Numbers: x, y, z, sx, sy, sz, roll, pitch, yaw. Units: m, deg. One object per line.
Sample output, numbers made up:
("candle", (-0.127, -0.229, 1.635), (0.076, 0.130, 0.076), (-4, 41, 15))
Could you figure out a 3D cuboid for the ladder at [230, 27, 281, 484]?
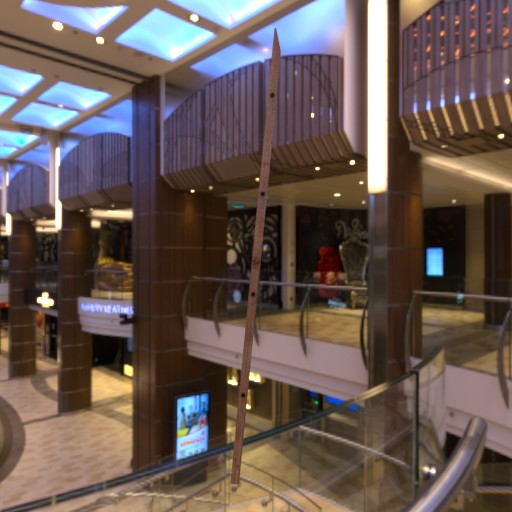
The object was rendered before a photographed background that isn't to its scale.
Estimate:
("ladder", (0.000, 0.000, 1.969), (0.200, 1.805, 0.442), (0, 0, 0))
